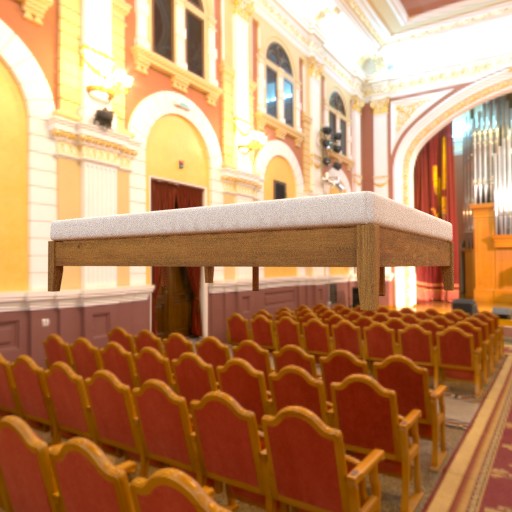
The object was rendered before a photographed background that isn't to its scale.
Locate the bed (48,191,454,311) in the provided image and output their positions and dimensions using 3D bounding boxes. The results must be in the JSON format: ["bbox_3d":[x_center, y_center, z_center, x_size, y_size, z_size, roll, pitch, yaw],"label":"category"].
[{"bbox_3d":[0.000,0.000,2.750,2.016,0.431,1.536,-1,-1,34],"label":"bed"}]
